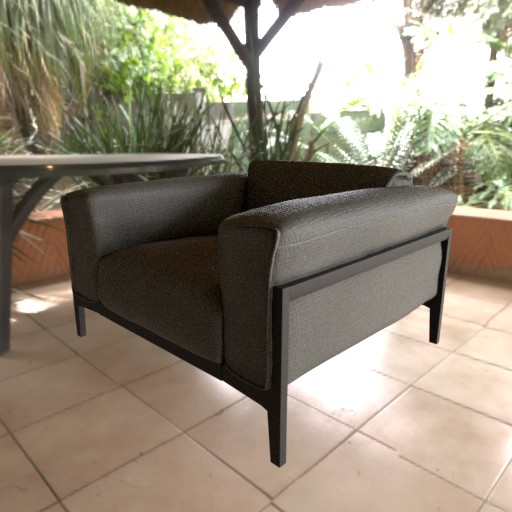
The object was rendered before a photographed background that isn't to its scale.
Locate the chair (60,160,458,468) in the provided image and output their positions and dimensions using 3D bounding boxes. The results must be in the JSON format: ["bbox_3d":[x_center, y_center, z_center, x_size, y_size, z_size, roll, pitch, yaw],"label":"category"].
[{"bbox_3d":[0.000,0.000,1.601,1.056,0.646,0.969,14,20,42],"label":"chair"}]
